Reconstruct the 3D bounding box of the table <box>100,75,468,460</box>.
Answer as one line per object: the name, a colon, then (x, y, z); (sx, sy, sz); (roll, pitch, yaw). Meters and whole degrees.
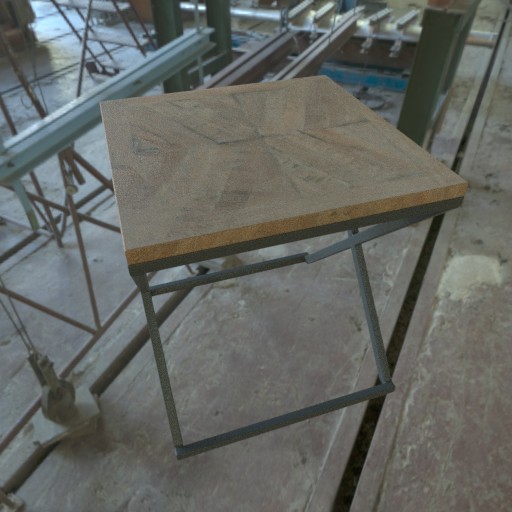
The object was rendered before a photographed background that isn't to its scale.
table: (0.000, 0.000, 0.948); (0.499, 0.550, 0.498); (-12, 42, -14)
